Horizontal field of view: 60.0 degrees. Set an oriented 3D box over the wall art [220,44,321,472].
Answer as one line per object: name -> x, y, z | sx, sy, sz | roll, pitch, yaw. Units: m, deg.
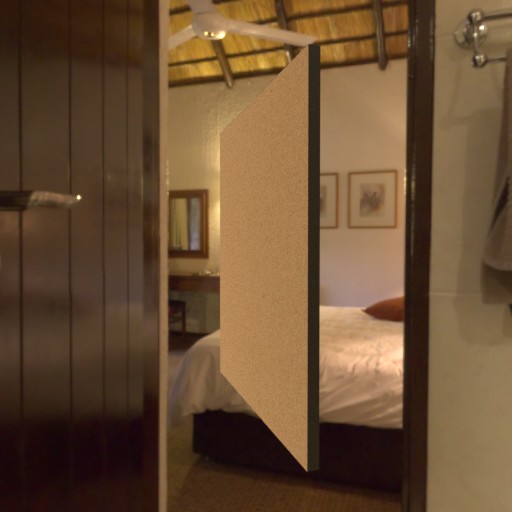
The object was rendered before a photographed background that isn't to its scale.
wall art -> 0.000, 0.000, 1.256 | 0.028, 0.863, 0.755 | 0, 1, -18
